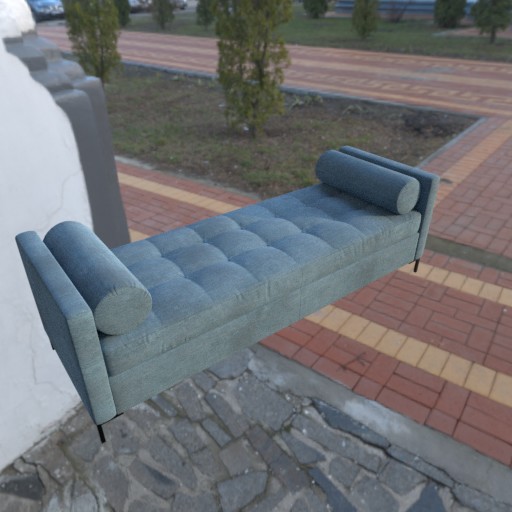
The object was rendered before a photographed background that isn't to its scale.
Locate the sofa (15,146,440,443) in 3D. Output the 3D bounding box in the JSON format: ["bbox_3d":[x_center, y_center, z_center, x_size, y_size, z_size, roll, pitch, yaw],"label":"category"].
[{"bbox_3d":[0.000,0.000,2.249,1.981,0.635,0.686,-22,37,-31],"label":"sofa"}]
